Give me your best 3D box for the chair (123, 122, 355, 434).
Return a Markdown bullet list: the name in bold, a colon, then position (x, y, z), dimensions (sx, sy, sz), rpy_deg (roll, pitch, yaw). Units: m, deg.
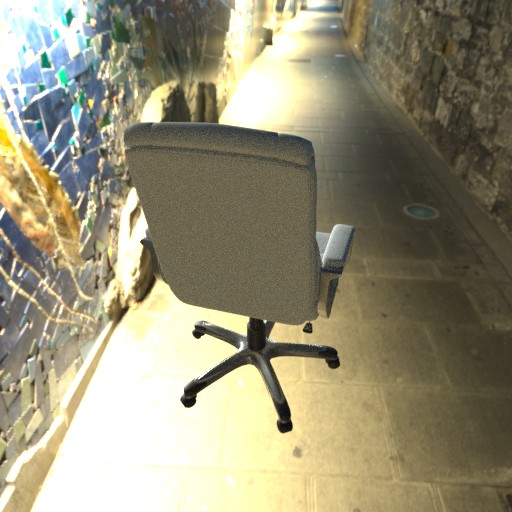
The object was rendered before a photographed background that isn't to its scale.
- **chair**: position (0.000, 0.000, 1.606), dimensions (0.687, 1.120, 0.738), rpy_deg (9, 33, 15)
